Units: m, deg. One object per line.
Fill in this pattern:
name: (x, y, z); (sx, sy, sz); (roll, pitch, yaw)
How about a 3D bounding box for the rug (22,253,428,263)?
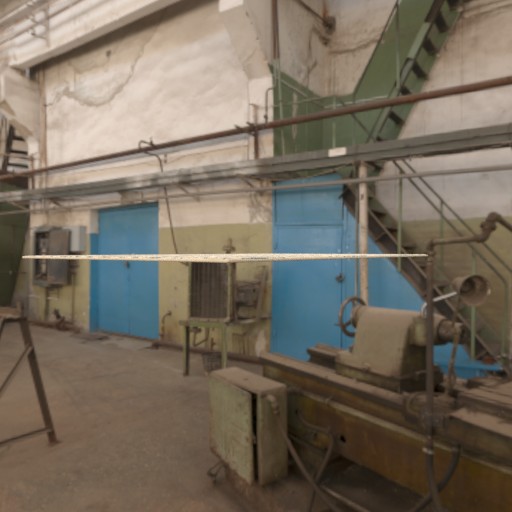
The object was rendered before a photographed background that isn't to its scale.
rug: (0.000, 0.000, 2.320); (1.213, 0.012, 1.831); (1, 1, 38)
